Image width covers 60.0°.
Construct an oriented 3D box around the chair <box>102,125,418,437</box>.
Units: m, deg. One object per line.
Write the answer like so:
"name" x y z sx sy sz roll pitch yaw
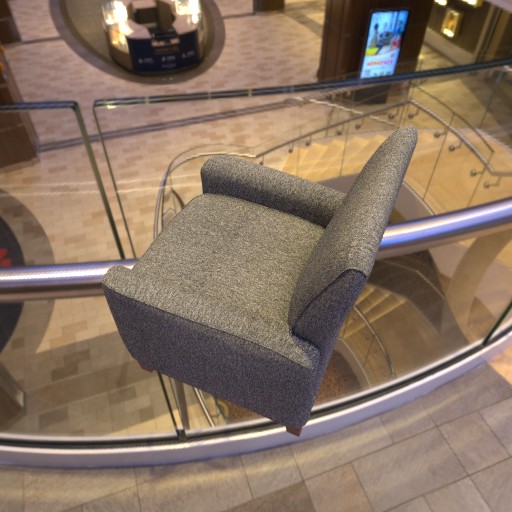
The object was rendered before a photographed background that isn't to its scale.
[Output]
"chair" 0.000 0.000 1.665 0.864 1.014 0.848 18 49 16
